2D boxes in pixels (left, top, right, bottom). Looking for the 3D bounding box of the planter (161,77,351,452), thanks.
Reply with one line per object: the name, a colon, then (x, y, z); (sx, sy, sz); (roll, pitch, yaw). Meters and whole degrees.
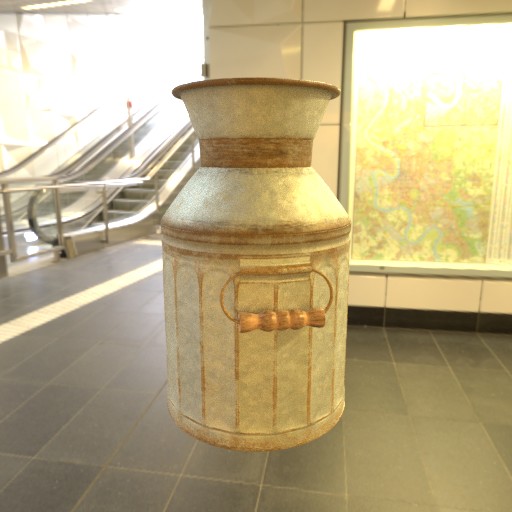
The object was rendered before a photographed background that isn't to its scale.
planter: (0.000, 0.000, 0.509); (0.215, 0.358, 0.248); (-2, 13, -10)
